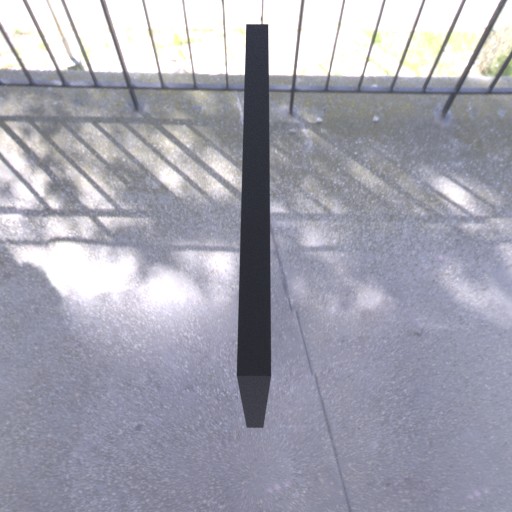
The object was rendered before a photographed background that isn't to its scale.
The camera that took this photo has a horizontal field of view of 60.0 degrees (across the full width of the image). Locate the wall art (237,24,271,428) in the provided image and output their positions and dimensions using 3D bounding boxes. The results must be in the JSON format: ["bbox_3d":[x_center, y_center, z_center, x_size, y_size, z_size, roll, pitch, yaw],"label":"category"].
[{"bbox_3d":[0.000,0.000,0.764,0.033,0.507,0.508,0,64,0],"label":"wall art"}]
